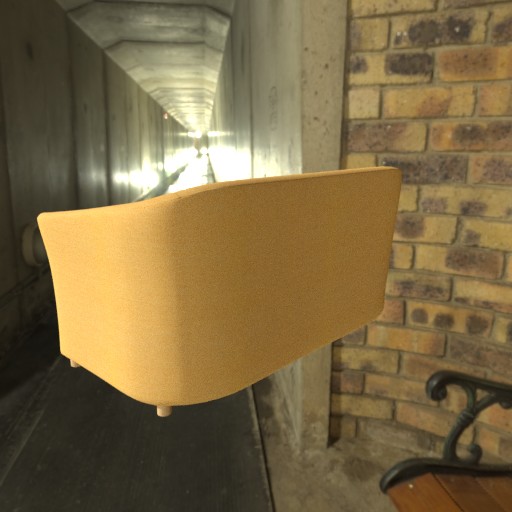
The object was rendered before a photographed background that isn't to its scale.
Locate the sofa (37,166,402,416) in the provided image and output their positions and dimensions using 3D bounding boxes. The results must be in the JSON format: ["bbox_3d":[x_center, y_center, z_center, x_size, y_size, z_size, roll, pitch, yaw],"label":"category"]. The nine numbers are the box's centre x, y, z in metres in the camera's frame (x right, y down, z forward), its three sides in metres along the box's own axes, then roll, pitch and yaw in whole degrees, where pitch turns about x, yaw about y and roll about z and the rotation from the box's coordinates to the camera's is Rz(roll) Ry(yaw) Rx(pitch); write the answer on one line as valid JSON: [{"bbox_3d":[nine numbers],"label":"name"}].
[{"bbox_3d":[0.000,0.000,1.836,1.452,0.721,0.705,-14,21,-42],"label":"sofa"}]
